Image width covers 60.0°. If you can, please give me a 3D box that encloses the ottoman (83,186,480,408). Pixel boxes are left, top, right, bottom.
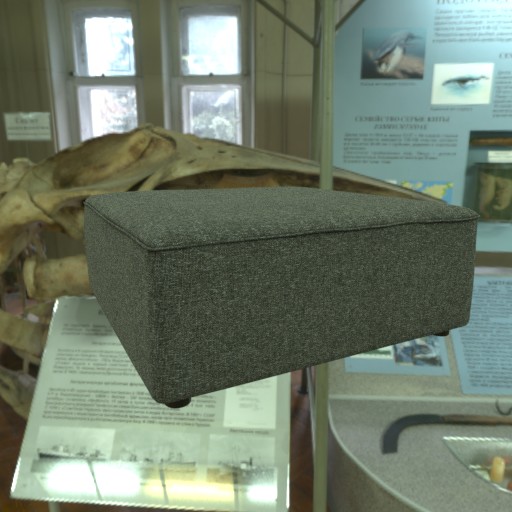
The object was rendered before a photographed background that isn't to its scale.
[{"bbox_3d":[0.000,0.000,1.545,1.017,0.423,1.021,-7,14,-27],"label":"ottoman"}]
